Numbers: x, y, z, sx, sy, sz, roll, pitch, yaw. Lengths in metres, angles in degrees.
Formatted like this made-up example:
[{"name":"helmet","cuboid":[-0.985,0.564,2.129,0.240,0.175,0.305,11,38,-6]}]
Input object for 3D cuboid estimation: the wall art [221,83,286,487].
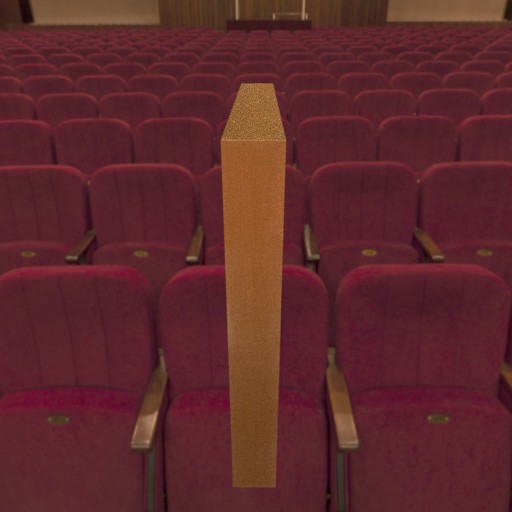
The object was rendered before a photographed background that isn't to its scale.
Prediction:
[{"name":"wall art","cuboid":[0.000,0.000,0.460,0.038,0.305,0.306,0,27,0]}]
